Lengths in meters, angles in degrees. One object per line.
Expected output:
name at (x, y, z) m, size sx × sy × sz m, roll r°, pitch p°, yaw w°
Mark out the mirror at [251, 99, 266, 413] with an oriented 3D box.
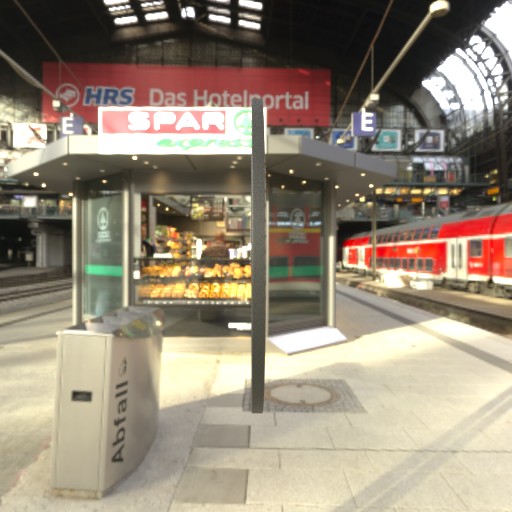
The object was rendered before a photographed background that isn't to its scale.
mirror at (0.000, 0.000, 1.609) m, size 0.036 × 1.077 × 1.077 m, roll 0°, pitch 0°, yaw -1°
